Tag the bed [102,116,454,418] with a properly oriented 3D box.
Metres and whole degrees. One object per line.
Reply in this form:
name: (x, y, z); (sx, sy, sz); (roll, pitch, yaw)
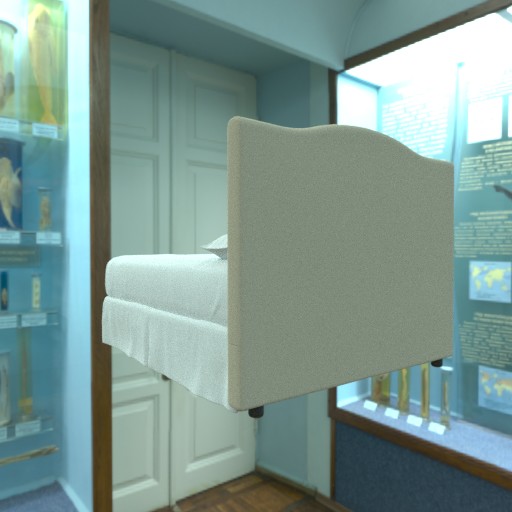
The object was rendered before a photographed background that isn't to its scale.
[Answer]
bed: (0.000, 0.000, 3.308); (1.753, 1.460, 2.143); (-1, 1, -36)
